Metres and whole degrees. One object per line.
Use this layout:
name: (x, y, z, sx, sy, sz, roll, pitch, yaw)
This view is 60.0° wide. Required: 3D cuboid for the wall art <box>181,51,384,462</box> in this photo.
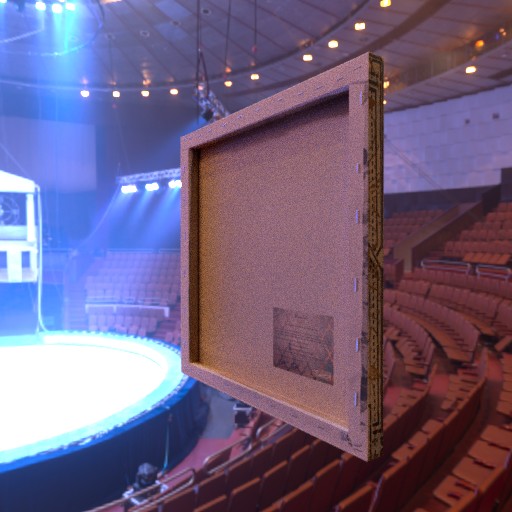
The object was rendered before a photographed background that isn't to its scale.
wall art: (0.000, 0.000, 0.908, 0.036, 0.607, 0.609, 0, 1, -36)
